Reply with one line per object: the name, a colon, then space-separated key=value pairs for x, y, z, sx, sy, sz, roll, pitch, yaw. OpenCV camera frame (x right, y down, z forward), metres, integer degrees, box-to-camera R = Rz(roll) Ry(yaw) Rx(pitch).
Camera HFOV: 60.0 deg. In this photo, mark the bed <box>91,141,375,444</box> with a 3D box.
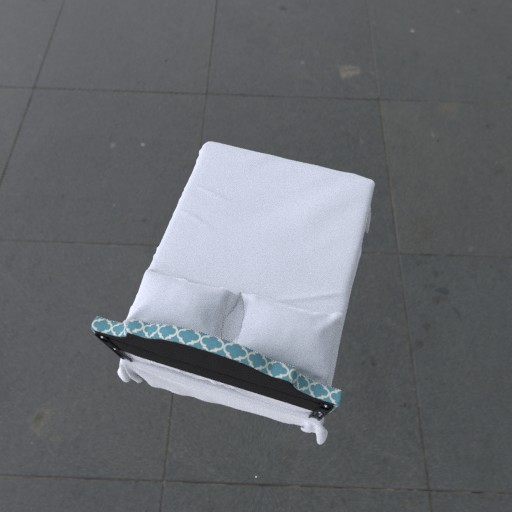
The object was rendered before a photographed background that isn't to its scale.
bed: x=0.000 y=0.000 z=3.436 sx=1.780 sy=1.633 sz=2.222 roll=15 pitch=65 yaw=7
